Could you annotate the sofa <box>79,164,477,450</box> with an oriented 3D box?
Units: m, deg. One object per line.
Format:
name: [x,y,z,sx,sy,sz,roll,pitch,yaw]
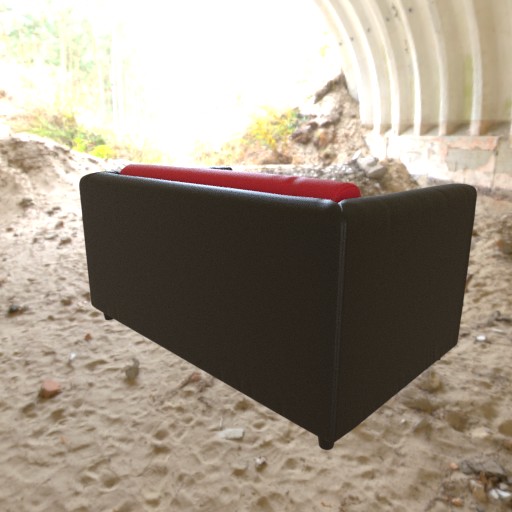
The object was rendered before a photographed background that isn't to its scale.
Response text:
sofa: [0.000,0.000,1.850,1.410,0.735,0.845,15,21,43]
